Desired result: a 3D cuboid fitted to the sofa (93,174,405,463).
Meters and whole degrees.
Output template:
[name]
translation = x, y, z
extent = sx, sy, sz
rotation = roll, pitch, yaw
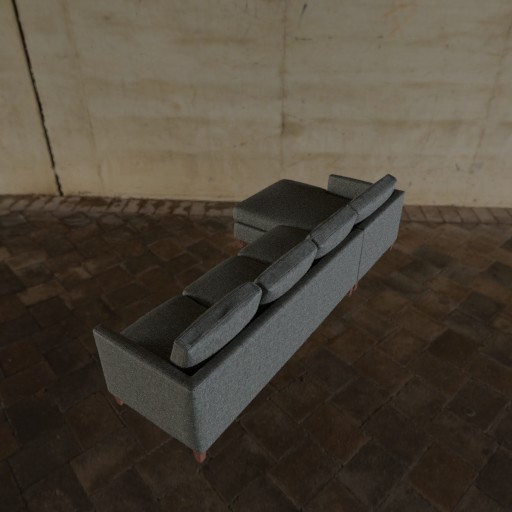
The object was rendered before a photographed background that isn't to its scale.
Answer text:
[sofa]
translation = 0.000, 0.000, 4.233
extent = 1.635, 0.960, 3.485
rotation = 21, 38, 30
